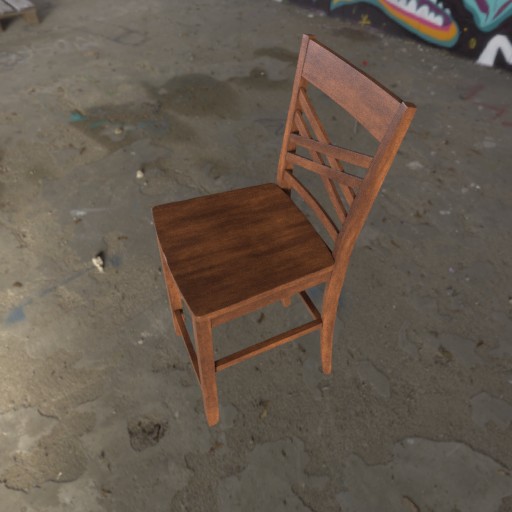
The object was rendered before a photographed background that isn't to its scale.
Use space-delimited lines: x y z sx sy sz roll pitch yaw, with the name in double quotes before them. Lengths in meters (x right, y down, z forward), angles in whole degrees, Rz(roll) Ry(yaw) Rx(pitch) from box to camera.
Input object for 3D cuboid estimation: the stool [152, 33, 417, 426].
"stool" 0.000 0.000 1.351 0.539 1.079 0.462 -17 47 -16
